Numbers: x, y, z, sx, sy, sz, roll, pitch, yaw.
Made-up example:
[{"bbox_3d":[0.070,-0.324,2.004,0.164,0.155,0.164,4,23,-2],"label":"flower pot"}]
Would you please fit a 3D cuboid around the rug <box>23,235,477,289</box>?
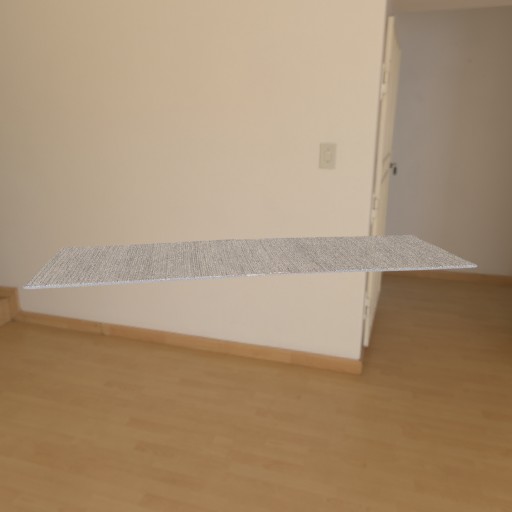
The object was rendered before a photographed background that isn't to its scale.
[{"bbox_3d":[0.000,0.000,2.564,2.320,0.032,0.692,-2,17,-8],"label":"rug"}]
